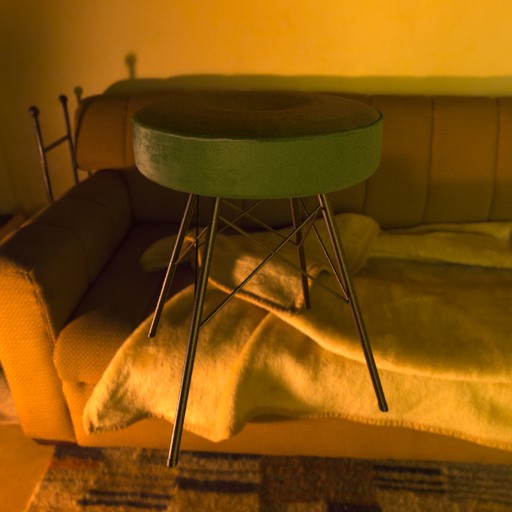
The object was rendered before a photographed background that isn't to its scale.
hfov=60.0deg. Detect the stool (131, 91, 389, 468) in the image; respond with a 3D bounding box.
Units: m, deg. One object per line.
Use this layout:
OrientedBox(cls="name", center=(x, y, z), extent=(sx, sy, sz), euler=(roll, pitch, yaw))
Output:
OrientedBox(cls="stool", center=(0.000, 0.000, 0.893), extent=(0.457, 0.595, 0.430), euler=(-8, 28, -15))
